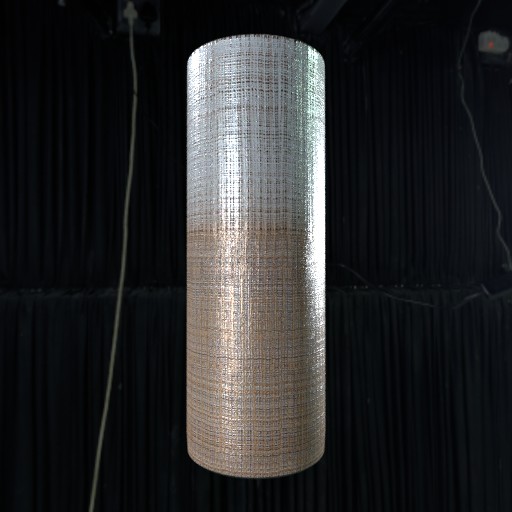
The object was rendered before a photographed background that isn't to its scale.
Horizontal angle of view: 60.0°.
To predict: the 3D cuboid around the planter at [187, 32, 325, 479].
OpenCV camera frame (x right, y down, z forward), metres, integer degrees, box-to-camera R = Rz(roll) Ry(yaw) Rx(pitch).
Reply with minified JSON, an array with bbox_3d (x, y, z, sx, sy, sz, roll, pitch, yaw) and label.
[{"bbox_3d":[0.000,0.000,0.322,0.099,0.278,0.099,0,0,-17],"label":"planter"}]
